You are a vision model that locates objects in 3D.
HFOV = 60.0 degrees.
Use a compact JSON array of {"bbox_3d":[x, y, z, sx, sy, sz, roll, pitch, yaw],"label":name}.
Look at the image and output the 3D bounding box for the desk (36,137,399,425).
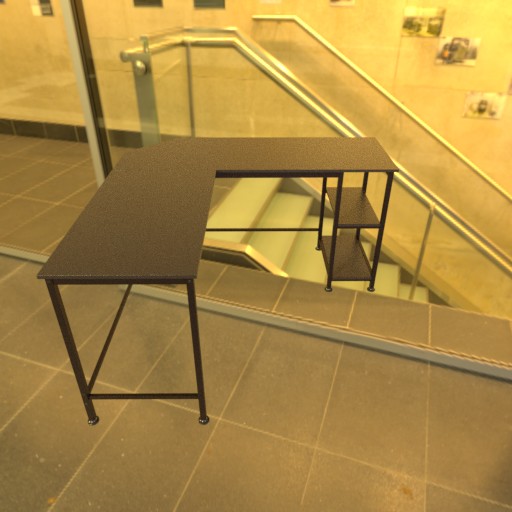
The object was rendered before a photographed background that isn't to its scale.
[{"bbox_3d":[0.000,0.000,2.166,1.379,0.739,1.379,0,33,0],"label":"desk"}]
